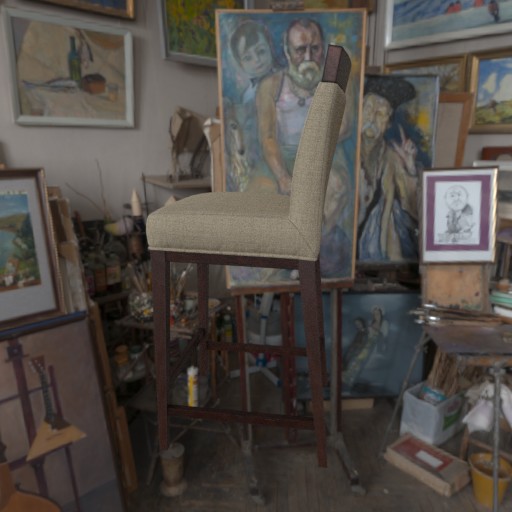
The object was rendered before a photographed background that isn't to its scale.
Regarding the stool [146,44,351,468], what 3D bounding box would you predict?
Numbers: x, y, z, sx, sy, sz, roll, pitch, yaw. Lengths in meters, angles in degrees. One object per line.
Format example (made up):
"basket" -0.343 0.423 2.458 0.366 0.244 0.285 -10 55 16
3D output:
"stool" 0.000 0.000 1.264 0.480 1.011 0.463 2 14 9
